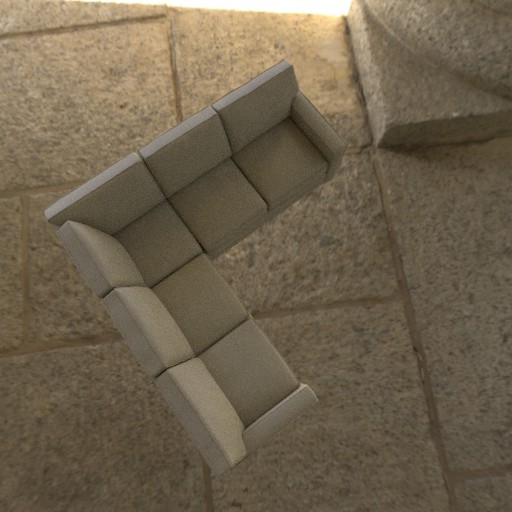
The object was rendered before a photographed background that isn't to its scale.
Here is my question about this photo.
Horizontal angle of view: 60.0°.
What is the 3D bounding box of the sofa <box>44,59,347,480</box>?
[{"bbox_3d":[0.000,0.000,3.391,2.211,0.936,2.188,-36,78,-9],"label":"sofa"}]
